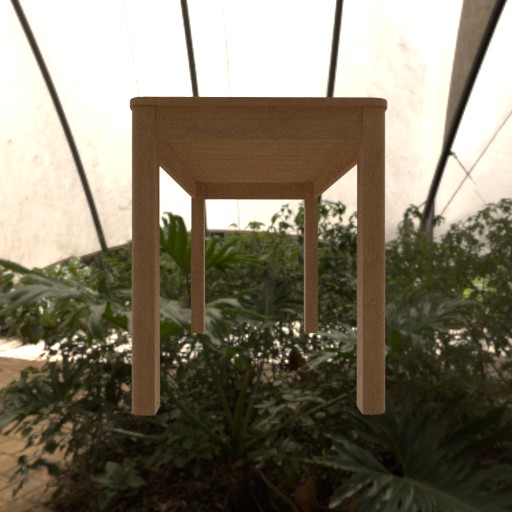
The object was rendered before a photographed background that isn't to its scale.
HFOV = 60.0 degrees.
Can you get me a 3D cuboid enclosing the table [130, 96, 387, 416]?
[{"bbox_3d":[0.000,0.000,1.948,0.750,0.900,1.400,0,0,-1],"label":"table"}]
